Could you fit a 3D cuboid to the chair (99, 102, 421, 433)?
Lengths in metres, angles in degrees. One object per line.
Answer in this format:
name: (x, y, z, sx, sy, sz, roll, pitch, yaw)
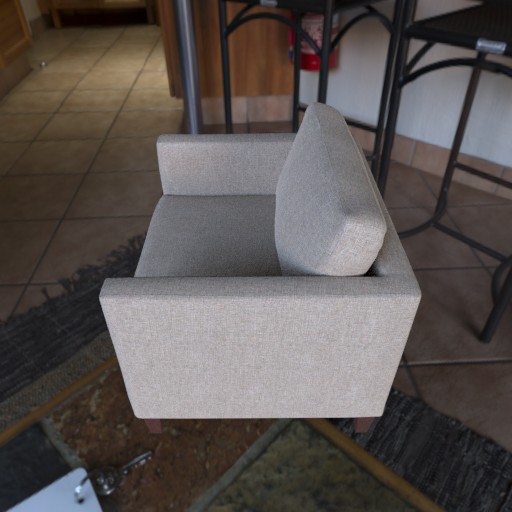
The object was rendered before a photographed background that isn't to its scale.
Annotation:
chair: (0.000, 0.000, 1.836, 0.959, 0.987, 1.107, 0, 40, 0)
